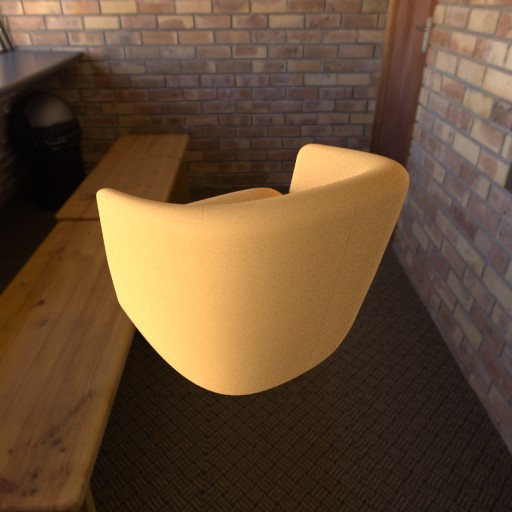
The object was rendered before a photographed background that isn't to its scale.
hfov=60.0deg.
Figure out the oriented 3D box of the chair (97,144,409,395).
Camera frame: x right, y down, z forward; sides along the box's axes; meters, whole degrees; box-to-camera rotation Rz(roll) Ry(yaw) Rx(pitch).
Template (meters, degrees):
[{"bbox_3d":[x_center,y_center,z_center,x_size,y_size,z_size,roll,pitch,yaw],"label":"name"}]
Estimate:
[{"bbox_3d":[0.000,0.000,1.369,0.773,0.698,0.767,-19,36,-28],"label":"chair"}]
